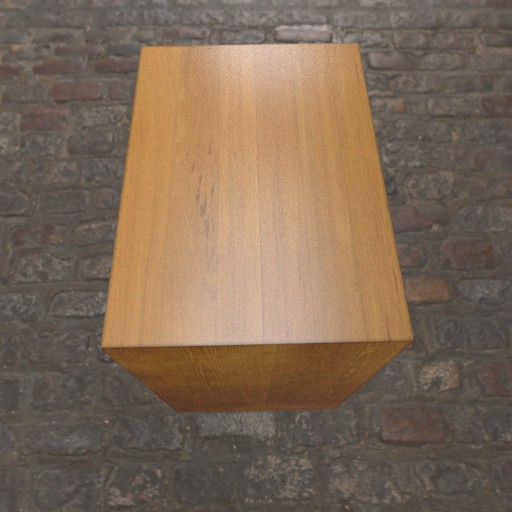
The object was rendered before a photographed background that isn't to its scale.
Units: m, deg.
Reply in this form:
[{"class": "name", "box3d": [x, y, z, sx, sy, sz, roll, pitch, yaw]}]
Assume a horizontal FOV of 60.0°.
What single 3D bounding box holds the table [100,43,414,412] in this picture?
[{"class": "table", "box3d": [0.000, 0.000, 0.946, 0.400, 0.605, 0.550, -1, 63, -1]}]
